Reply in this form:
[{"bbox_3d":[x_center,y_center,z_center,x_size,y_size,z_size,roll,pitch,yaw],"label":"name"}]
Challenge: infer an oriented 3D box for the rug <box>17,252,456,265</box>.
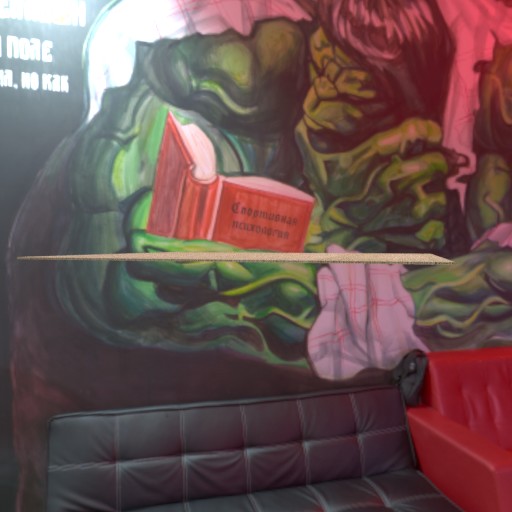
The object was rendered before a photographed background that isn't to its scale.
[{"bbox_3d":[0.000,0.000,4.156,3.198,0.016,2.425,0,2,18],"label":"rug"}]
